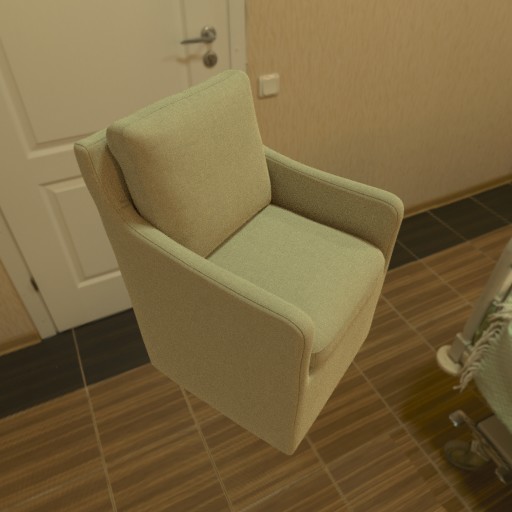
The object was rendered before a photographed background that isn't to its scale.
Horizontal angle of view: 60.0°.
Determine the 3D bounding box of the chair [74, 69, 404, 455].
[{"bbox_3d":[0.000,0.000,1.364,0.694,0.914,0.626,25,47,25],"label":"chair"}]
